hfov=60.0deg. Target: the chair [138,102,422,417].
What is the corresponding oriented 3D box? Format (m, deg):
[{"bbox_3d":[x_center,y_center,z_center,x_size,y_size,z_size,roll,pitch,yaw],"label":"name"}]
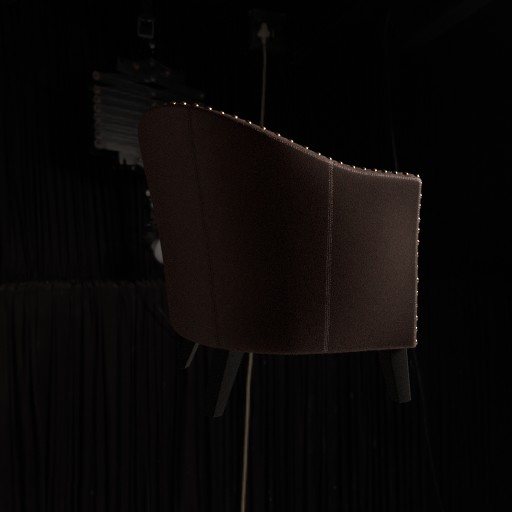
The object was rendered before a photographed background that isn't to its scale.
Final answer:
[{"bbox_3d":[0.000,0.000,1.452,0.748,0.823,0.794,0,0,-18],"label":"chair"}]
